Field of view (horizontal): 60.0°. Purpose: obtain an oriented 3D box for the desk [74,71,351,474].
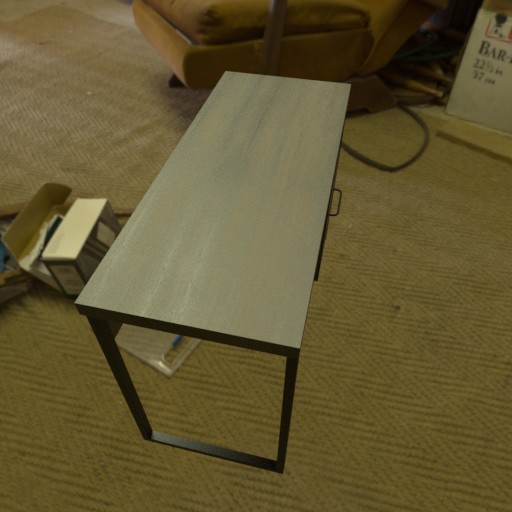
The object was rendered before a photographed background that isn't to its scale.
[{"bbox_3d":[0.000,0.000,1.530,0.511,0.752,1.134,10,47,9],"label":"desk"}]
